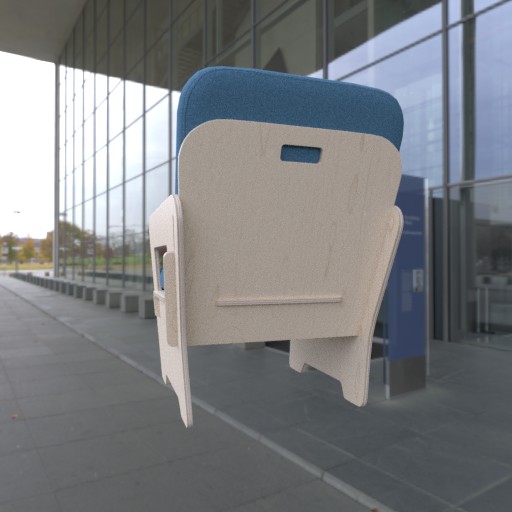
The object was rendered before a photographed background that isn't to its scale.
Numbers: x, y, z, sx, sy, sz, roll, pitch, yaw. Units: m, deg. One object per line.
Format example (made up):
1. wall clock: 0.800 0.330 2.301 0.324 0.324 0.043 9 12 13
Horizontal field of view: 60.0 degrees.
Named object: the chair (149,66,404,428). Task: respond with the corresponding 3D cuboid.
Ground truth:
1. chair: 0.000 0.000 1.200 0.547 0.747 0.657 0 -1 -19
